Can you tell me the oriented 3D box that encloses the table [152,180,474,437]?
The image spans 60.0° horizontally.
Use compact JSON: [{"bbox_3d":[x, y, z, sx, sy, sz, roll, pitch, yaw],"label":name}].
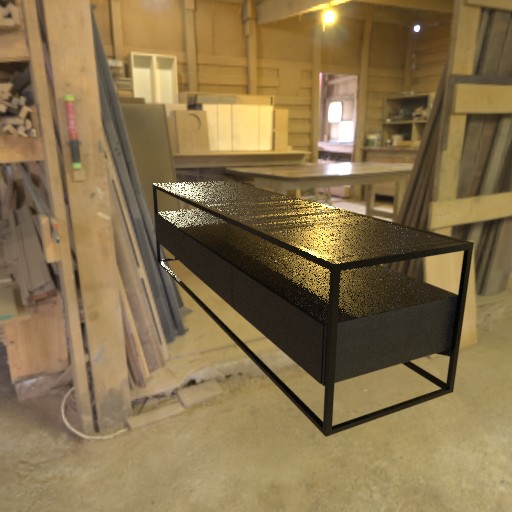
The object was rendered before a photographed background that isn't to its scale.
[{"bbox_3d":[0.000,0.000,1.640,0.399,0.395,1.486,-8,18,-25],"label":"table"}]
